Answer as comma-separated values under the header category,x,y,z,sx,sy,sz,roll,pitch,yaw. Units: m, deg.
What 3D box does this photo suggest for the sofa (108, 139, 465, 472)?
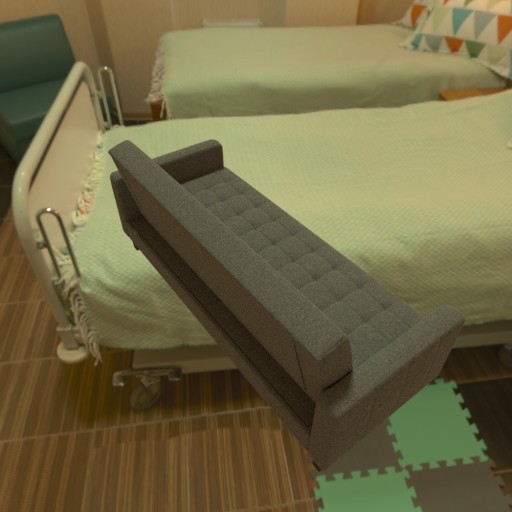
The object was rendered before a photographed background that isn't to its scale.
category,x,y,z,sx,sy,sz,roll,pitch,yaw
sofa,0.000,0.000,2.448,0.810,0.850,2.040,-27,49,-26
